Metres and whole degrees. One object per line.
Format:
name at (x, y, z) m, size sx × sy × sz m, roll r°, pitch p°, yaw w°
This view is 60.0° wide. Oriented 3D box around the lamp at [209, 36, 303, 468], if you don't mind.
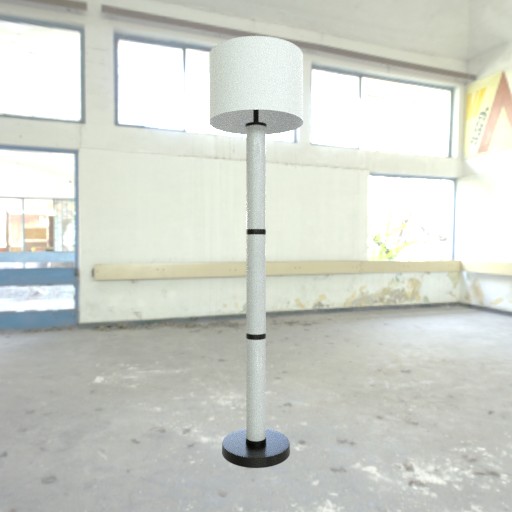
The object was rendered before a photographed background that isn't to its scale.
lamp at (0.000, 0.000, 1.796) m, size 0.377 × 1.599 × 0.377 m, roll -1°, pitch 2°, yaw -19°
